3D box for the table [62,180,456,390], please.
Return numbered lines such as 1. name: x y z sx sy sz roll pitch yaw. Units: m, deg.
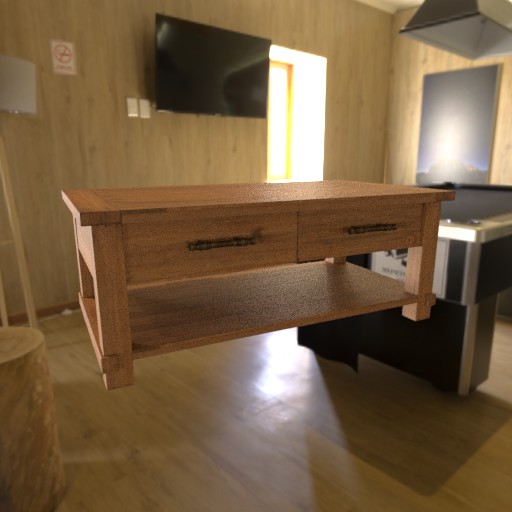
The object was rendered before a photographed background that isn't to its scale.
1. table: 0.000 0.000 1.675 1.270 0.494 0.693 -7 15 -26
